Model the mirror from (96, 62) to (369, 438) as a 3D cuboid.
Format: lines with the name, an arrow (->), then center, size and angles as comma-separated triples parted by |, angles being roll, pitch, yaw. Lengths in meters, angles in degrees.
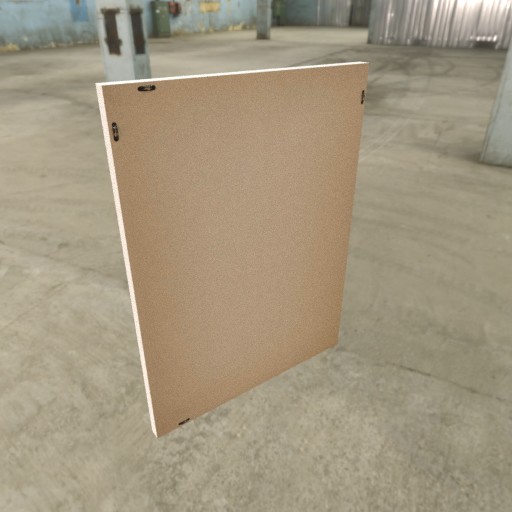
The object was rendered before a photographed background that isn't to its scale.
mirror -> 0.000, 0.000, 1.313 | 0.762, 1.016, 0.041 | -19, 34, -31
